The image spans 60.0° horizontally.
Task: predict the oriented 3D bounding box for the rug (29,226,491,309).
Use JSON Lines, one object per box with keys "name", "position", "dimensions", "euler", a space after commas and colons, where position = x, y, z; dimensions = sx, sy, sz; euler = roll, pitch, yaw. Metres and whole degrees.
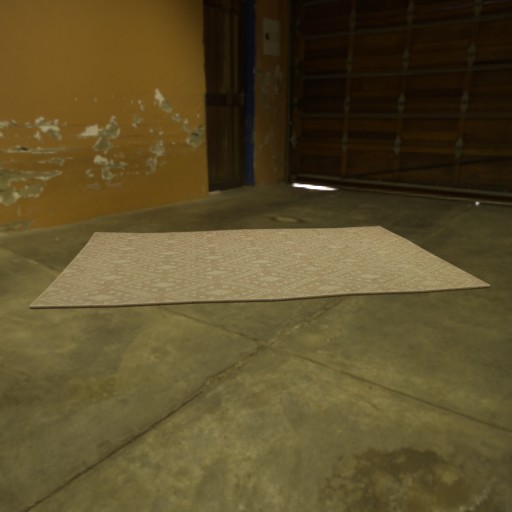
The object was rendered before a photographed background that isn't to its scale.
{"name": "rug", "position": [0.000, 0.000, 3.030], "dimensions": [2.430, 0.053, 1.553], "euler": [-2, 16, -8]}
